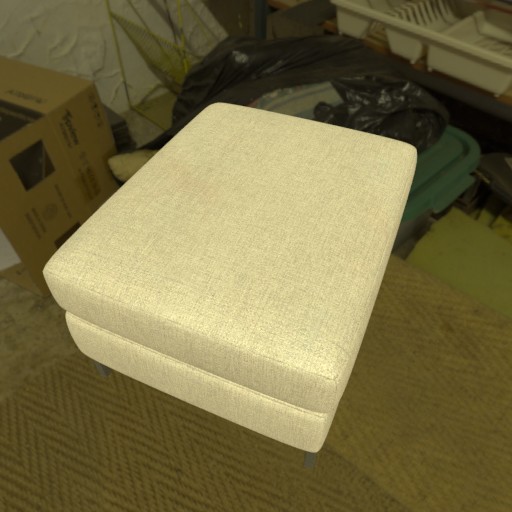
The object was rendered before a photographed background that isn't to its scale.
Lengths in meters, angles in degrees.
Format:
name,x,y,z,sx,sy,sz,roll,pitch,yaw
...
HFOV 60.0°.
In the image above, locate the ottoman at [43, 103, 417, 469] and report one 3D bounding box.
name,x,y,z,sx,sy,sz,roll,pitch,yaw
ottoman,0.000,0.000,1.214,0.671,0.490,0.820,18,49,16
